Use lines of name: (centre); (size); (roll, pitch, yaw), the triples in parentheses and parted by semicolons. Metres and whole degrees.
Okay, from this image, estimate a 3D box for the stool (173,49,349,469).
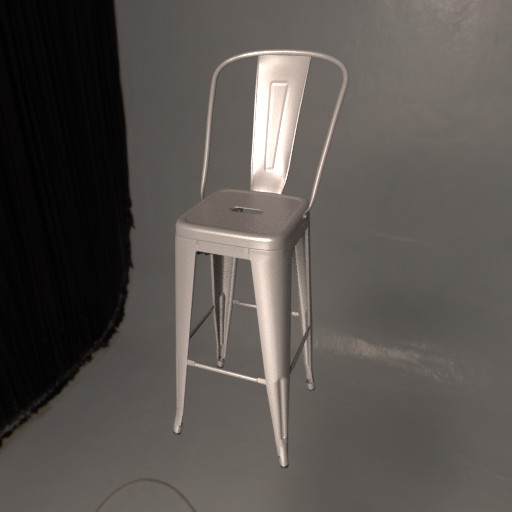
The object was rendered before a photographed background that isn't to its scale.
stool: (0.000, 0.000, 1.315); (0.399, 1.096, 0.513); (9, 29, 18)
